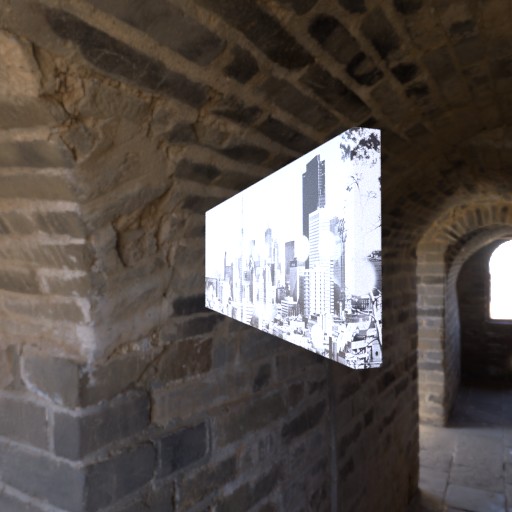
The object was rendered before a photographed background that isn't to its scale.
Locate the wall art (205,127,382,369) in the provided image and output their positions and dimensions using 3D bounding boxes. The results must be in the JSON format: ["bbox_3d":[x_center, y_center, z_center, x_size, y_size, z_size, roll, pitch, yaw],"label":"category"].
[{"bbox_3d":[0.000,0.000,0.838,0.036,0.256,0.766,0,-2,-18],"label":"wall art"}]
